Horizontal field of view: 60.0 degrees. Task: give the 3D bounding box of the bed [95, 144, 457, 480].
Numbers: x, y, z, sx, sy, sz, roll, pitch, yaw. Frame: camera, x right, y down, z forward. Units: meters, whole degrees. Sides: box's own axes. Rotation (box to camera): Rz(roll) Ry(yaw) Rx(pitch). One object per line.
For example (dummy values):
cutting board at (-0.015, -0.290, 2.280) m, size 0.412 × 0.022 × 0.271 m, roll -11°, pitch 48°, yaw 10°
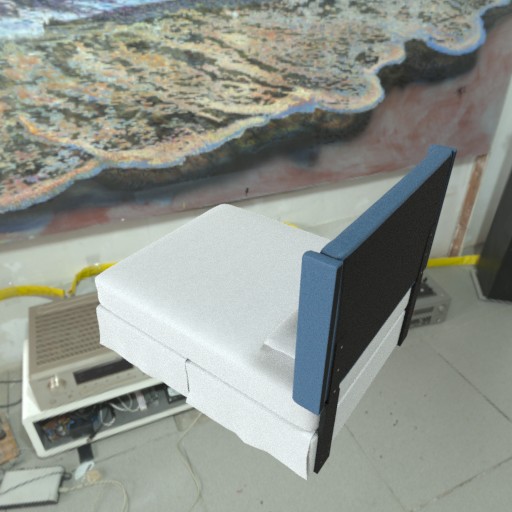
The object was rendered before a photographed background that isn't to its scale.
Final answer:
bed at (0.000, 0.000, 3.336) m, size 2.078 × 1.665 × 1.719 m, roll 23°, pitch 40°, yaw 30°
